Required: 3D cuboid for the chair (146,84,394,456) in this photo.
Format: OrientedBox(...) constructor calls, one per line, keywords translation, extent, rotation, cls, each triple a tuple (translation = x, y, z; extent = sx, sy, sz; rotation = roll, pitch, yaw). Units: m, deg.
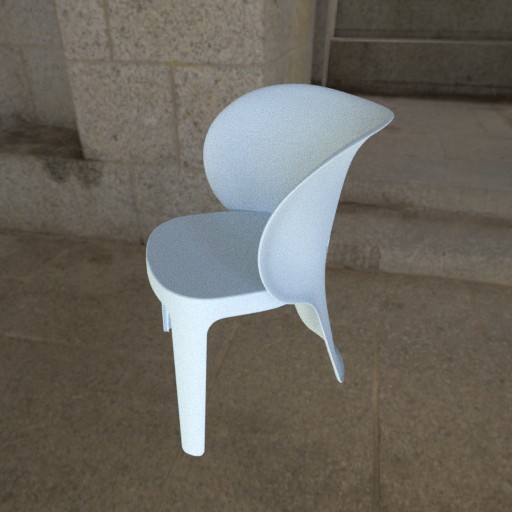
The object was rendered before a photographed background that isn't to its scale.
OrientedBox(translation=(0.000, 0.000, 0.835), extent=(0.402, 0.554, 0.451), rotation=(-8, 30, -14), cls="chair")
